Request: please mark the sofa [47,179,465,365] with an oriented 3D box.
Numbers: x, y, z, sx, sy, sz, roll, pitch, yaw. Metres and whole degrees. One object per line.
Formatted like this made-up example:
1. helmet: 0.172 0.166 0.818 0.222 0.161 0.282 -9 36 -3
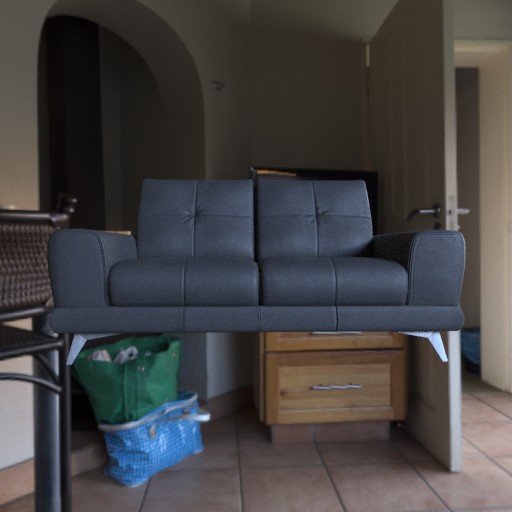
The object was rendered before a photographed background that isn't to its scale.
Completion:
1. sofa: 0.000 0.000 2.348 1.806 0.907 1.018 0 1 -2
